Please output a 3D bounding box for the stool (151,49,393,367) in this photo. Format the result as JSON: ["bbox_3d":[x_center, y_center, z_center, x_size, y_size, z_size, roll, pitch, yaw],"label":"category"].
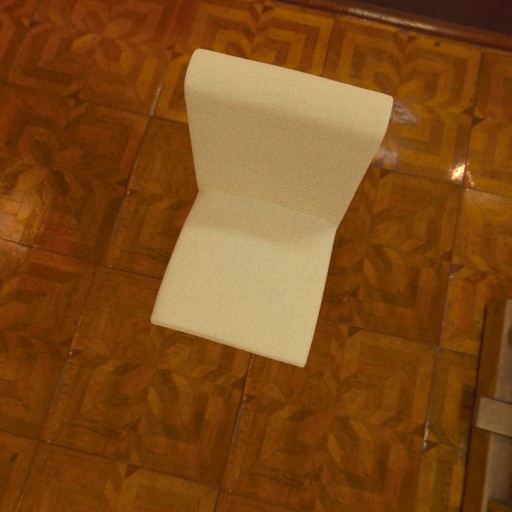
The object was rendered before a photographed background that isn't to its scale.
[{"bbox_3d":[0.000,0.000,1.424,0.452,1.124,0.597,16,77,4],"label":"stool"}]
